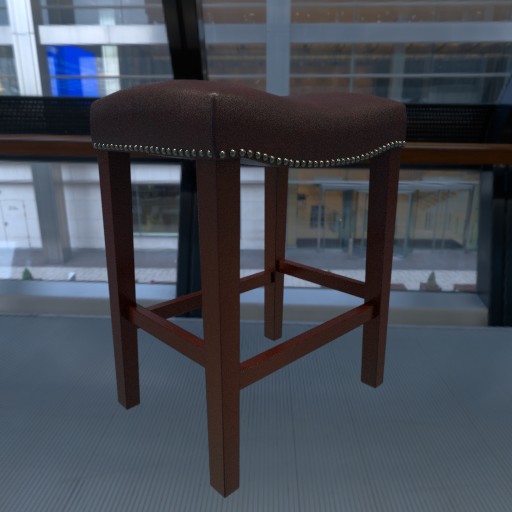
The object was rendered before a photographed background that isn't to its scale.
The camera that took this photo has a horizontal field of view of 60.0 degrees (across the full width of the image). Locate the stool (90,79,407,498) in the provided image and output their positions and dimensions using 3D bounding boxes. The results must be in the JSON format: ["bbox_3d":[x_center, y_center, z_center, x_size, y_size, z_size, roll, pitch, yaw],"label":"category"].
[{"bbox_3d":[0.000,0.000,0.926,0.504,0.657,0.372,-15,22,-42],"label":"stool"}]
